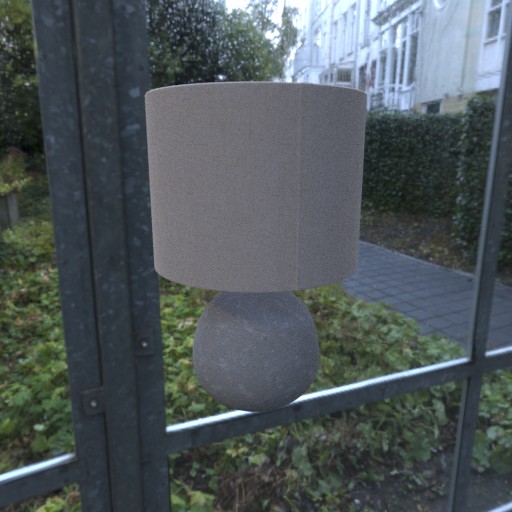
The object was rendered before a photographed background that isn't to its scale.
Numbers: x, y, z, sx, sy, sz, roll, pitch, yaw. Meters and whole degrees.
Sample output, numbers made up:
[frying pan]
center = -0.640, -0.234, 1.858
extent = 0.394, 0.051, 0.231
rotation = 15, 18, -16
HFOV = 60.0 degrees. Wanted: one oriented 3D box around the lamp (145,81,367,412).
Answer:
[lamp]
center = 0.000, 0.000, 0.600
extent = 0.269, 0.409, 0.269
rotation = -3, 14, -10
